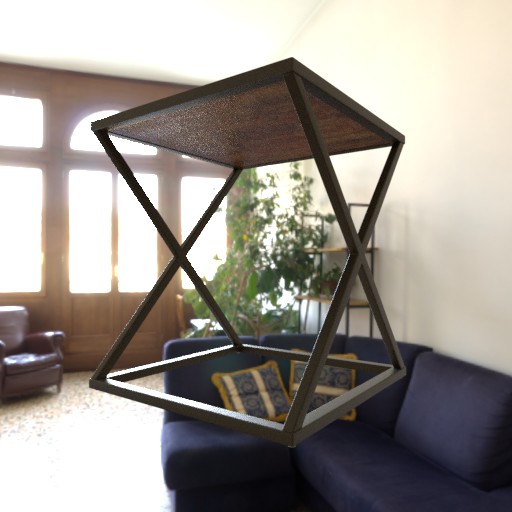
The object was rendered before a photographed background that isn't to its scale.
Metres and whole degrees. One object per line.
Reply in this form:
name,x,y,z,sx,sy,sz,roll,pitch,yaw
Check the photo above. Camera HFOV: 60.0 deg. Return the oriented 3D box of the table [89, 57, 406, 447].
table,0.000,0.000,0.981,0.500,0.565,0.500,-1,-1,36
